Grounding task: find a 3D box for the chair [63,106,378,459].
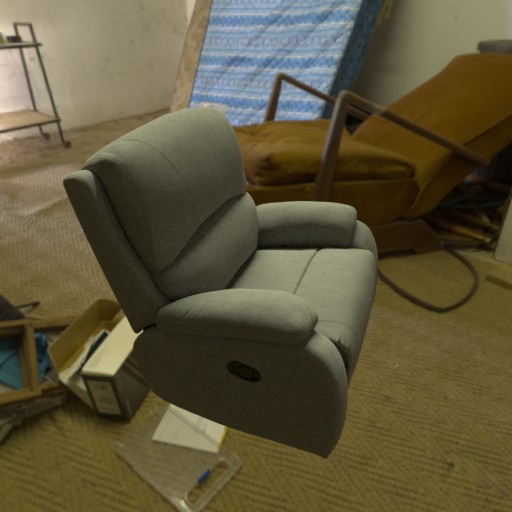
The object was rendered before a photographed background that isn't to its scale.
[{"bbox_3d":[0.000,0.000,1.698,0.899,1.011,0.930,10,31,18],"label":"chair"}]
